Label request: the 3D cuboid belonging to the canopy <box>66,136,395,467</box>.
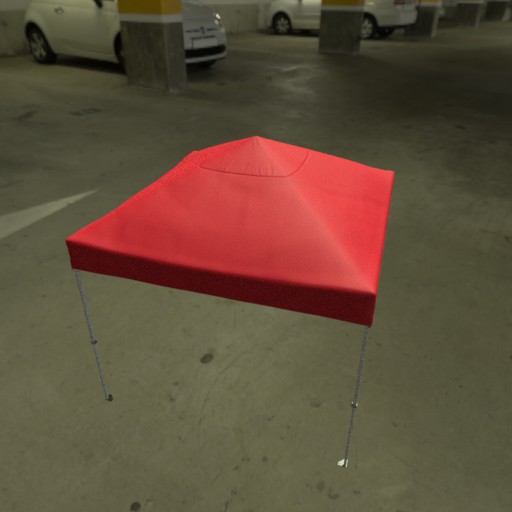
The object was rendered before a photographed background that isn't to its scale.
[{"bbox_3d":[0.000,0.000,5.531,2.998,2.997,2.996,9,32,15],"label":"canopy"}]
